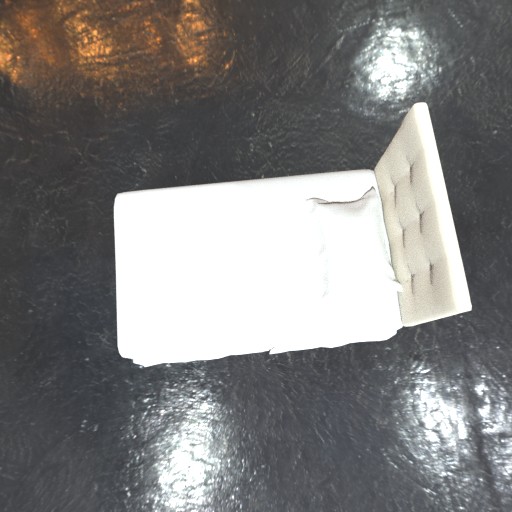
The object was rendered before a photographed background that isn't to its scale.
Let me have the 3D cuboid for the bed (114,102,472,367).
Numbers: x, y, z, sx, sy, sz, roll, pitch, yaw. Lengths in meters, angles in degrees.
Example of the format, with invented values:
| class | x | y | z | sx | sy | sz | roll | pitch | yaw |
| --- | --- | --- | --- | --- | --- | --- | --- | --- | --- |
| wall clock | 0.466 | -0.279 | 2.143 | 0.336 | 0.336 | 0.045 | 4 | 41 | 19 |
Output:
| class | x | y | z | sx | sy | sz | roll | pitch | yaw |
| --- | --- | --- | --- | --- | --- | --- | --- | --- | --- |
| bed | 0.000 | 0.000 | 2.976 | 1.997 | 1.571 | 1.261 | -6 | 76 | -1 |
